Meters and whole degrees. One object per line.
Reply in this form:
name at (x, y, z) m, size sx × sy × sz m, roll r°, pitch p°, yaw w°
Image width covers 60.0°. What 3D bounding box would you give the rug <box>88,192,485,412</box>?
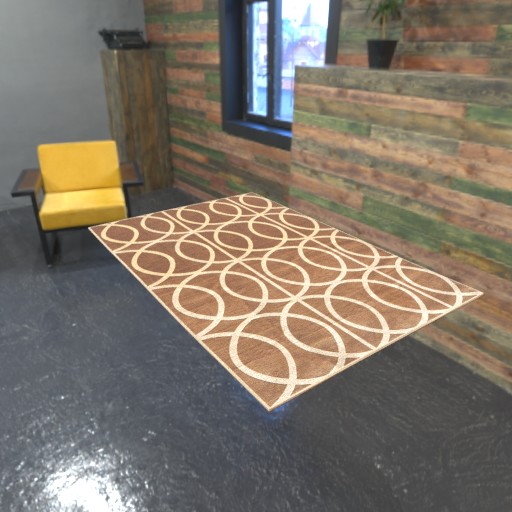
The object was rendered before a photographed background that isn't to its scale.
rug at (0.000, 0.000, 2.928) m, size 1.528 × 0.014 × 2.294 m, roll -17°, pitch 31°, yaw -32°
